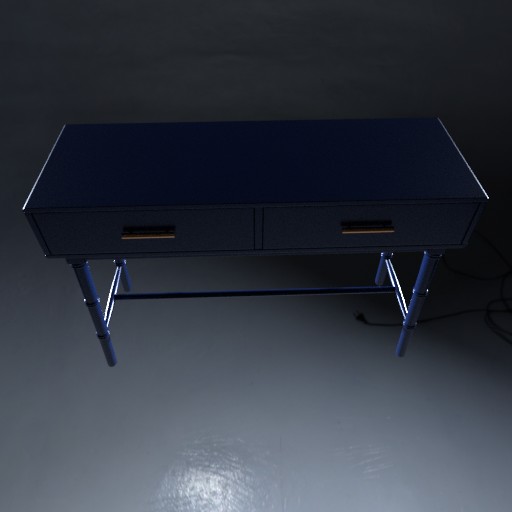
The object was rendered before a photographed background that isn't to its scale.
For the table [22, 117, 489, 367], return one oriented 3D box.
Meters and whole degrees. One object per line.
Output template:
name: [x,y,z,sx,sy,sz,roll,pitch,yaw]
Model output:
table: [0.000,0.000,1.451,1.118,0.749,0.399,-2,46,-1]
